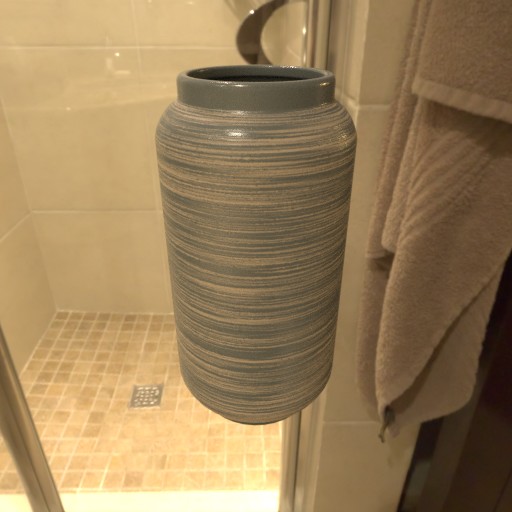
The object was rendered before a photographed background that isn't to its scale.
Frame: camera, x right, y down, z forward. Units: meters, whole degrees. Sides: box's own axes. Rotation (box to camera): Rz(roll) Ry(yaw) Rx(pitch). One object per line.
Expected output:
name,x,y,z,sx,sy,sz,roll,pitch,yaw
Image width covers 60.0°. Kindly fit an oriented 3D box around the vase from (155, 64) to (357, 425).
vase,0.000,0.000,0.298,0.116,0.230,0.116,0,29,0
